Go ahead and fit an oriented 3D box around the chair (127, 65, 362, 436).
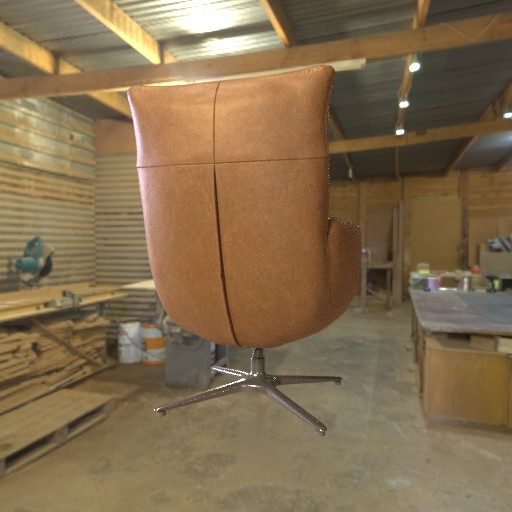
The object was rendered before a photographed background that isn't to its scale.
[{"bbox_3d":[0.000,0.000,1.562,0.711,1.027,0.794,1,2,16],"label":"chair"}]
